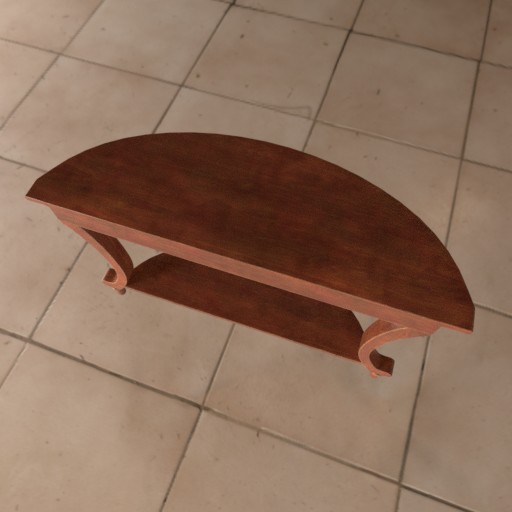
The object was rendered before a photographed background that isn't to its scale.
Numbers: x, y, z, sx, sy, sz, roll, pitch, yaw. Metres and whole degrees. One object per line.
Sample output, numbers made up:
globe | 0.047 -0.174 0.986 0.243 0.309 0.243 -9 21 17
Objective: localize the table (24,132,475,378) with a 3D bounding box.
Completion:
table | 0.000 0.000 1.512 1.198 0.699 0.394 17 64 8
